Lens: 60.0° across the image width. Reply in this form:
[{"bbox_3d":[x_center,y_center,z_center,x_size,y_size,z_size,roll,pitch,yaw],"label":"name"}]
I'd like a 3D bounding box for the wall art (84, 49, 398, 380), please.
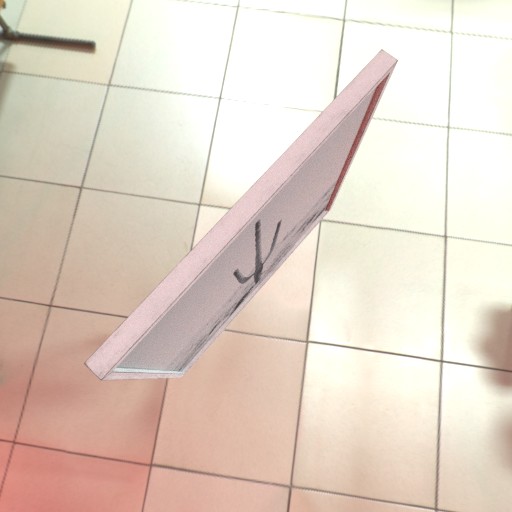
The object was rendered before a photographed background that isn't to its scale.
[{"bbox_3d":[0.000,0.000,1.121,0.038,0.762,0.762,40,78,10],"label":"wall art"}]
